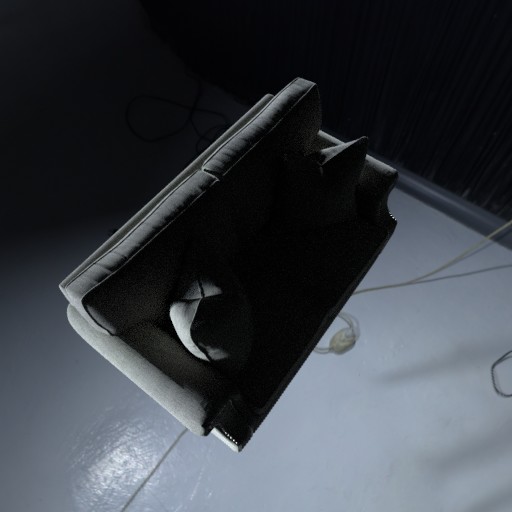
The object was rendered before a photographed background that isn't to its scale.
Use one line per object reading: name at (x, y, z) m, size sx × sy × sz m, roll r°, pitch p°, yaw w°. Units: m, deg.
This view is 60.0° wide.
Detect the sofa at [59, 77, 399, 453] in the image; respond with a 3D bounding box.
sofa at (0.000, 0.000, 2.291) m, size 0.966 × 0.966 × 1.701 m, roll 33°, pitch 64°, yaw 18°
